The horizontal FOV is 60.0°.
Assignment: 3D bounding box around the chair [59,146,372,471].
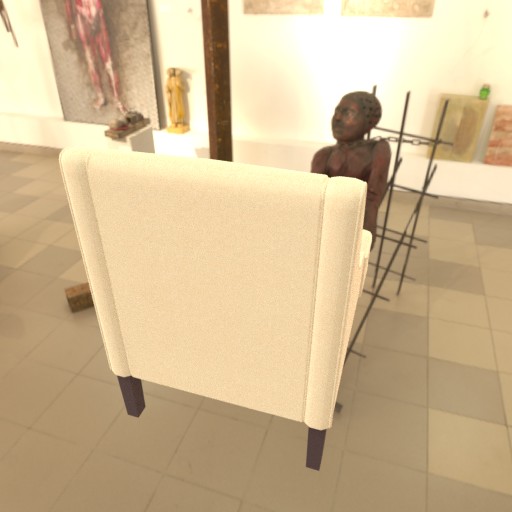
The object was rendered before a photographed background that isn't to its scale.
[{"bbox_3d":[0.000,0.000,1.432,0.689,0.886,0.806,10,34,15],"label":"chair"}]
